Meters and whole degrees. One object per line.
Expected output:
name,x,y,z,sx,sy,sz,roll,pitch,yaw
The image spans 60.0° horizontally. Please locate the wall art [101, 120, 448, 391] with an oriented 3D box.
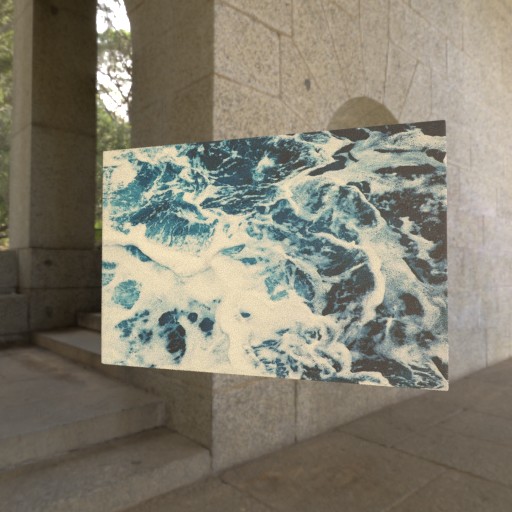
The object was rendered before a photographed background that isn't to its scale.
wall art,0.000,0.000,1.153,0.915,0.610,0.042,0,-1,18
